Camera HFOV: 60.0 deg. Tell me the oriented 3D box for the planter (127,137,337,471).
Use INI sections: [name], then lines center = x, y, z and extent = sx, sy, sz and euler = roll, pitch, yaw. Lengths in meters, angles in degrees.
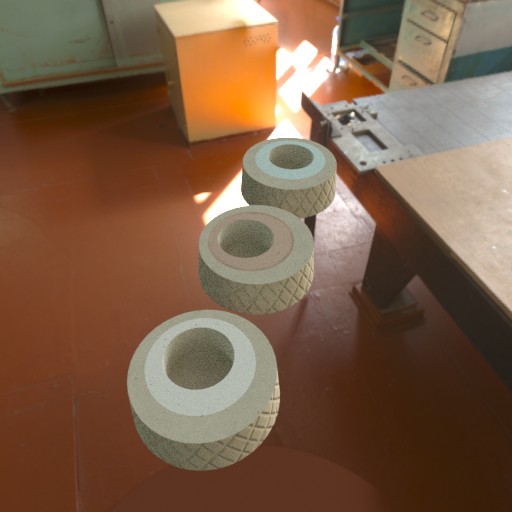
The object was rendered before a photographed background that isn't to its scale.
[planter]
center = 0.000, 0.000, 0.425
extent = 0.114, 0.038, 0.390
euler = 12, 46, 11
